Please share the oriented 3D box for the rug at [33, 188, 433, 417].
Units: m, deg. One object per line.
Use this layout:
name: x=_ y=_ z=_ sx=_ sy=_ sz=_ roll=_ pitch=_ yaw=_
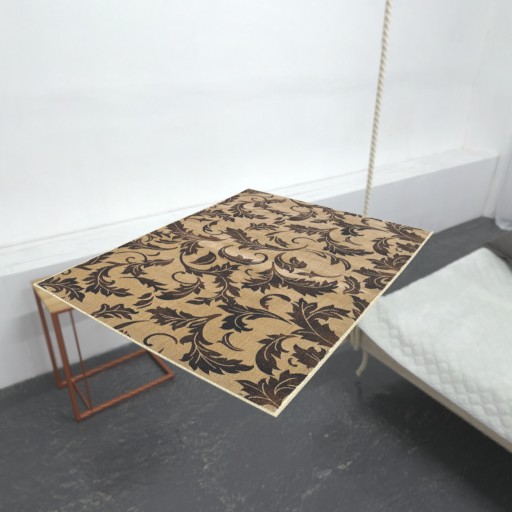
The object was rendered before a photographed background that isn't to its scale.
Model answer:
rug: x=0.000 y=0.000 z=4.066 sx=2.380 sy=0.008 sz=2.977 roll=18 pitch=33 yaw=31
